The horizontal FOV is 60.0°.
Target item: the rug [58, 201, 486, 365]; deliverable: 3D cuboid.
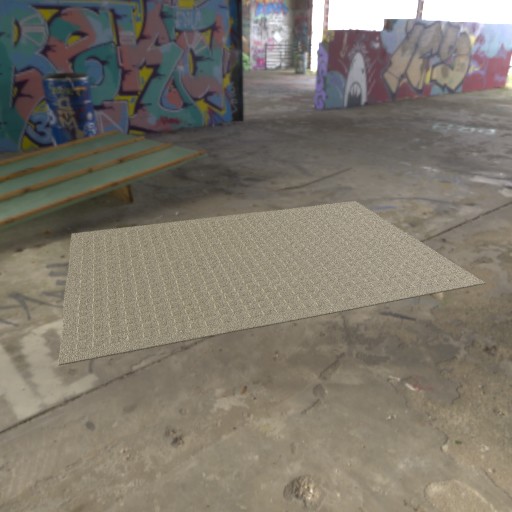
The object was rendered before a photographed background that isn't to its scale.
[{"bbox_3d":[0.000,0.000,2.181,1.747,0.006,1.143,-8,27,-16],"label":"rug"}]
